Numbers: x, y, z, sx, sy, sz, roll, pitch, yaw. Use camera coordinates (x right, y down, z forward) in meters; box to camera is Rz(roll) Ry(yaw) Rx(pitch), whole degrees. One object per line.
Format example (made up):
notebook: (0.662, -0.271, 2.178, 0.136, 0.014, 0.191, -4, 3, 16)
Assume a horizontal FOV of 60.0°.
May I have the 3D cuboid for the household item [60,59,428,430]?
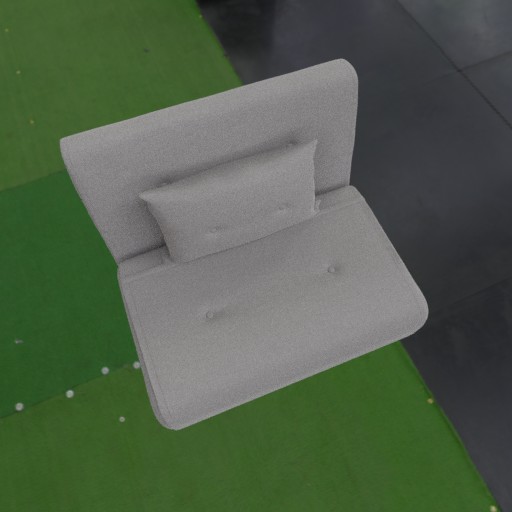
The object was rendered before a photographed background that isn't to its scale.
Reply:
household item: (0.000, 0.000, 1.600, 1.000, 0.800, 0.874, -19, 66, -9)
